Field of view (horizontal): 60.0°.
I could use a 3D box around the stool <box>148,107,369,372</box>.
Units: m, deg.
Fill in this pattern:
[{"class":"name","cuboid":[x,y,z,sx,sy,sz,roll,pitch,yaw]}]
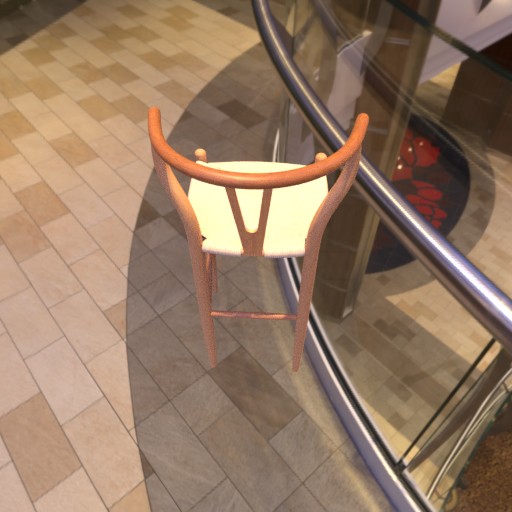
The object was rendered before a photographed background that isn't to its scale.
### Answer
[{"class":"stool","cuboid":[0.000,0.000,1.447,0.574,1.068,0.561,2,48,2]}]
